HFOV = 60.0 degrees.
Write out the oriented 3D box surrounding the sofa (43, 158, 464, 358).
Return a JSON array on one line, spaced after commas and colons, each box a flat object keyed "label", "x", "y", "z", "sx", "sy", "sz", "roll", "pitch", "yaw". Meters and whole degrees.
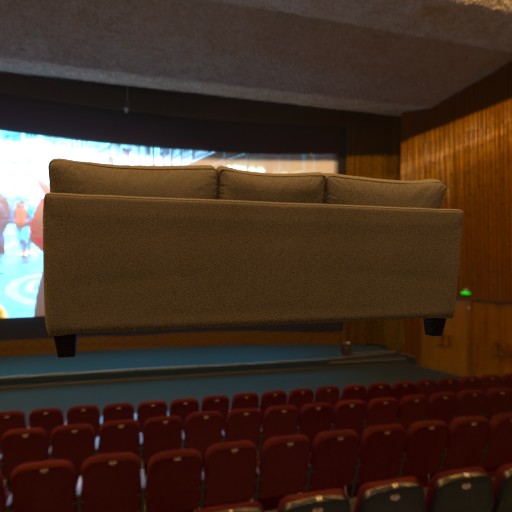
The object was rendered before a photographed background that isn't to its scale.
[{"label": "sofa", "x": 0.000, "y": 0.000, "z": 2.787, "sx": 2.323, "sy": 0.991, "sz": 1.016, "roll": 0, "pitch": -1, "yaw": -17}]
